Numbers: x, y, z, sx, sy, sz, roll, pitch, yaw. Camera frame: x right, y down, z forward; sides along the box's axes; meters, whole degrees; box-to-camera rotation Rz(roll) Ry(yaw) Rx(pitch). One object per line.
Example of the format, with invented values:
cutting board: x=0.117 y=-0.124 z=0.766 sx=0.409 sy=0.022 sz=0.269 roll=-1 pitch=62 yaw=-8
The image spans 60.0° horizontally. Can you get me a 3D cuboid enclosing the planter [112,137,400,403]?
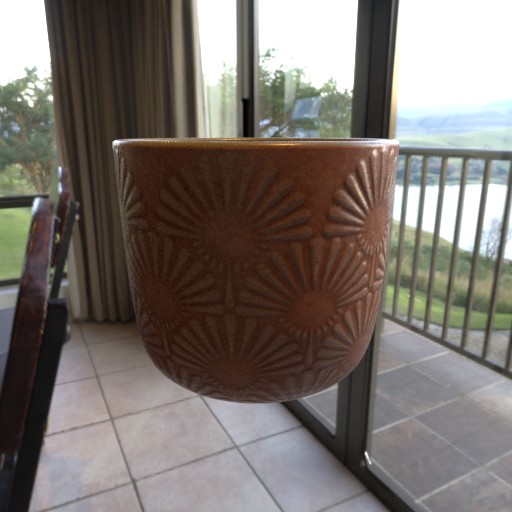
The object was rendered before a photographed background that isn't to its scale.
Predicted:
planter: x=0.000 y=0.000 z=0.214 sx=0.124 sy=0.109 sz=0.124 roll=0 pitch=16 yaw=0
